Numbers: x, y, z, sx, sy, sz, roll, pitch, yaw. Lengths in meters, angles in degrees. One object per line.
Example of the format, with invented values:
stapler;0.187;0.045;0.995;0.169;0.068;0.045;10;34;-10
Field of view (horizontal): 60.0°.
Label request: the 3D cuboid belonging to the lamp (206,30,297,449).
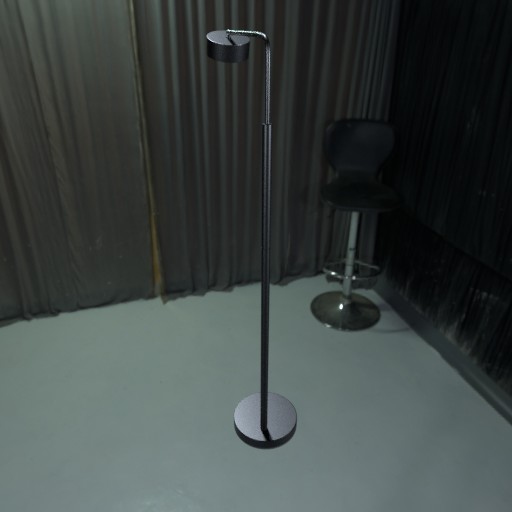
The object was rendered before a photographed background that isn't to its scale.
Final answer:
lamp;0.000;0.000;1.357;0.219;1.230;0.418;-9;29;-17
